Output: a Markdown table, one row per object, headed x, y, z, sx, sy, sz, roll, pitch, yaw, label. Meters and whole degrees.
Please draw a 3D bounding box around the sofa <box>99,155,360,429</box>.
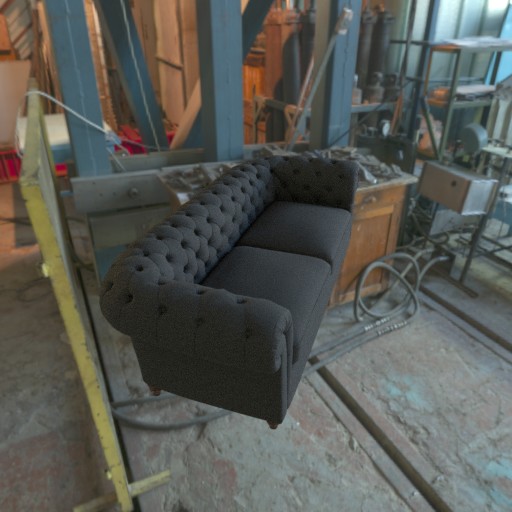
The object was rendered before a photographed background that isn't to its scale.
| x | y | z | sx | sy | sz | roll | pitch | yaw | label |
| --- | --- | --- | --- | --- | --- | --- | --- | --- | --- |
| 0.000 | 0.000 | 2.845 | 0.991 | 0.762 | 2.362 | 9 | 30 | 17 | sofa |
